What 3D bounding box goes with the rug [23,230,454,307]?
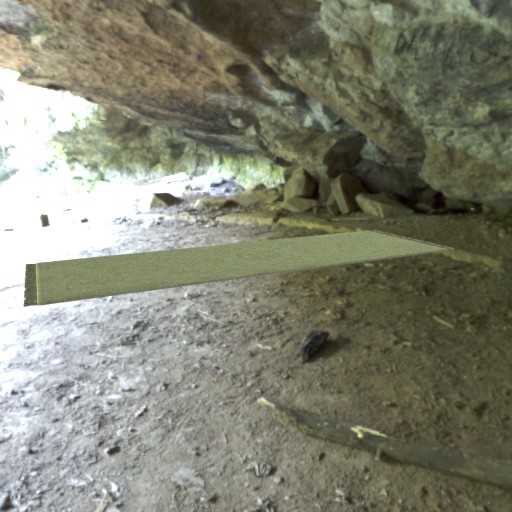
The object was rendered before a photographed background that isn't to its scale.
[{"bbox_3d":[0.000,0.000,2.735,2.544,0.015,0.795,-6,15,-26],"label":"rug"}]
